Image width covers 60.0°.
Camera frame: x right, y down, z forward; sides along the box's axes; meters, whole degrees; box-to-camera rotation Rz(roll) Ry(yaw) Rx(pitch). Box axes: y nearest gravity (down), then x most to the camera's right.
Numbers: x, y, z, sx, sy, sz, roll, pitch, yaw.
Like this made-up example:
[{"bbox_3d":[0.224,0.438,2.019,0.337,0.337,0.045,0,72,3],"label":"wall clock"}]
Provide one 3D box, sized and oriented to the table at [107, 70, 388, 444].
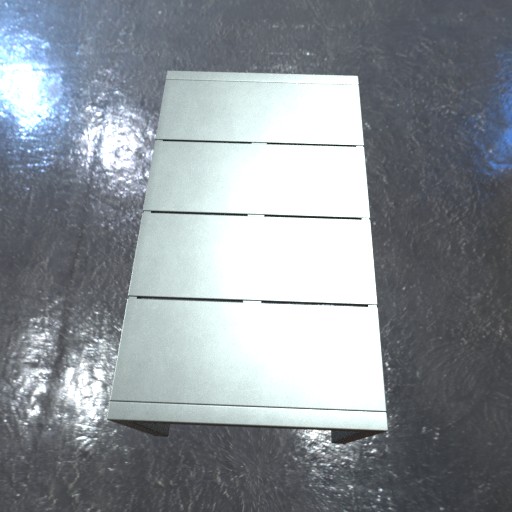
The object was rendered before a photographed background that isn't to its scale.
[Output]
[{"bbox_3d":[0.000,0.000,1.289,0.559,0.460,0.965,2,64,1],"label":"table"}]
